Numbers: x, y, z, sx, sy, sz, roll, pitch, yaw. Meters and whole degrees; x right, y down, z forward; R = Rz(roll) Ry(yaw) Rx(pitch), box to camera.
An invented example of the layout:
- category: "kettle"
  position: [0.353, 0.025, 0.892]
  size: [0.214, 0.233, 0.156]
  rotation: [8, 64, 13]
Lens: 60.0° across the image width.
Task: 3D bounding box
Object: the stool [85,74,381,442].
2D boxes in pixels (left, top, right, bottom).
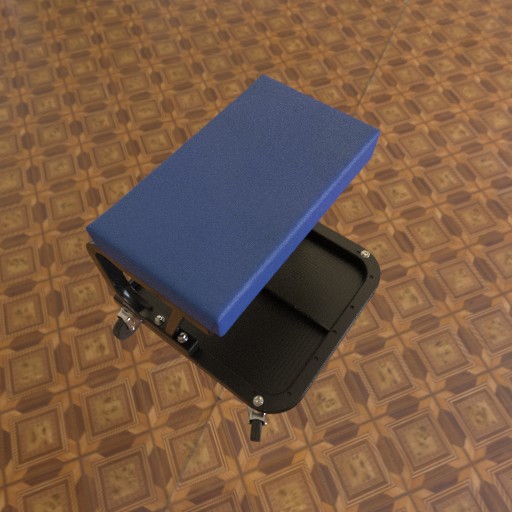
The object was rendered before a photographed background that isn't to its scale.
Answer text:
- category: "stool"
  position: [0.000, 0.000, 0.738]
  size: [0.371, 0.380, 0.446]
  rotation: [33, 64, 18]
